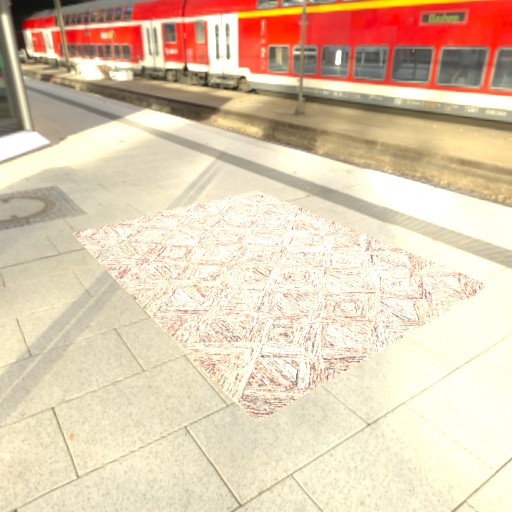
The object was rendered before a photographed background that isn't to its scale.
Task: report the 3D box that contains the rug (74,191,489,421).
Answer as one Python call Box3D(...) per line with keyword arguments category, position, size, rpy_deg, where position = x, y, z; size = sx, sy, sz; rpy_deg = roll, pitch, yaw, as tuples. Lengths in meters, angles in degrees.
Box3D(category="rug", position=(0.000, 0.000, 4.159), size=(2.436, 0.024, 3.226), rpy_deg=(-18, 31, -33))
